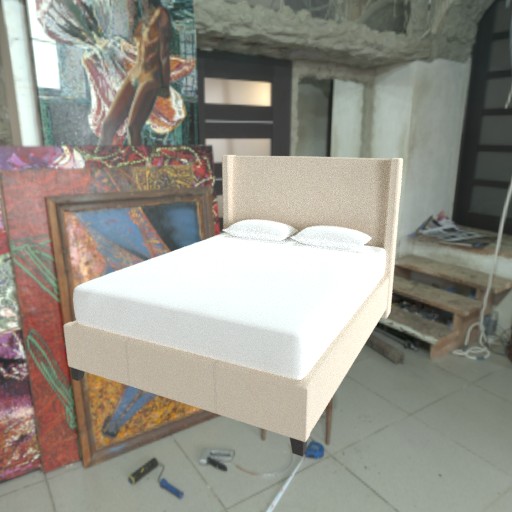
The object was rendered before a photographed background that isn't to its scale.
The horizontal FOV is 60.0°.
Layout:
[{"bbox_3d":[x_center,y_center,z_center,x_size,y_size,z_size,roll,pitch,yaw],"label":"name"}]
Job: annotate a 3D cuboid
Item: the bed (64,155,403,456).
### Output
[{"bbox_3d":[0.000,0.000,3.522,1.778,1.471,2.293,7,17,26],"label":"bed"}]
